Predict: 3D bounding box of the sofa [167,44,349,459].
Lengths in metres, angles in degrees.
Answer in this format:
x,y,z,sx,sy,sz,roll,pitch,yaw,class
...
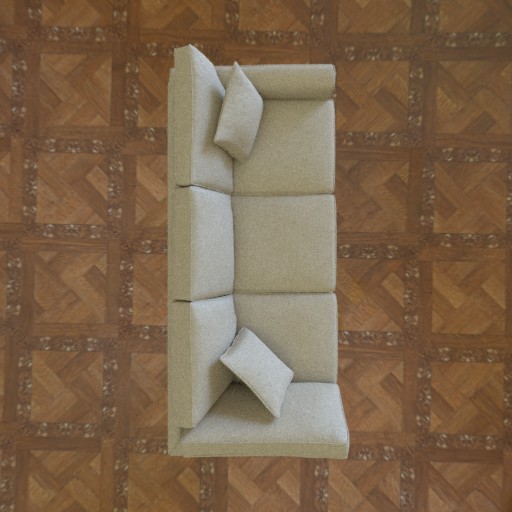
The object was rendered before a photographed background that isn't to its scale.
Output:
x,y,z,sx,sy,sz,roll,pitch,yaw,class
0.000,0.000,2.844,1.053,0.948,2.323,0,90,1,sofa
